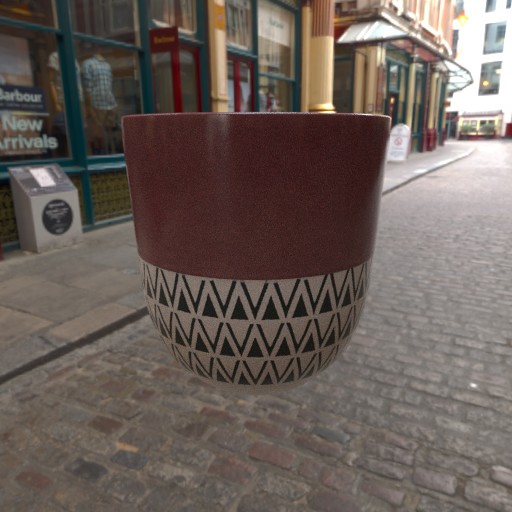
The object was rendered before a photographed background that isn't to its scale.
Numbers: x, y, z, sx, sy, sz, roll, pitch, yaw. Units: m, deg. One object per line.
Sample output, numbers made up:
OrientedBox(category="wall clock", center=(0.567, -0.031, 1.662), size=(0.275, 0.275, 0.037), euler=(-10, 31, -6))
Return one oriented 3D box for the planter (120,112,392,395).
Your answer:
OrientedBox(category="planter", center=(0.000, 0.000, 0.360), size=(0.195, 0.214, 0.195), euler=(0, 16, 0))
